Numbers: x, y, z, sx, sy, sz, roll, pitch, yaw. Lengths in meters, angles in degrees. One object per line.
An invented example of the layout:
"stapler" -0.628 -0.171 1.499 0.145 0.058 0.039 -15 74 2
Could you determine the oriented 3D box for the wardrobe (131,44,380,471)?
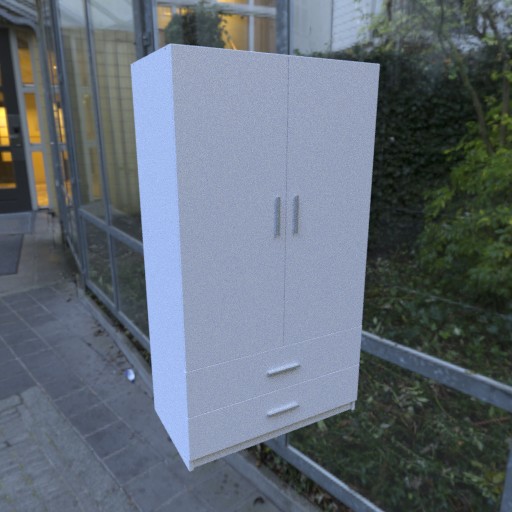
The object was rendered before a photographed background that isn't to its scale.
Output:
"wardrobe" 0.000 0.000 2.252 0.991 1.808 0.577 -8 18 -28
